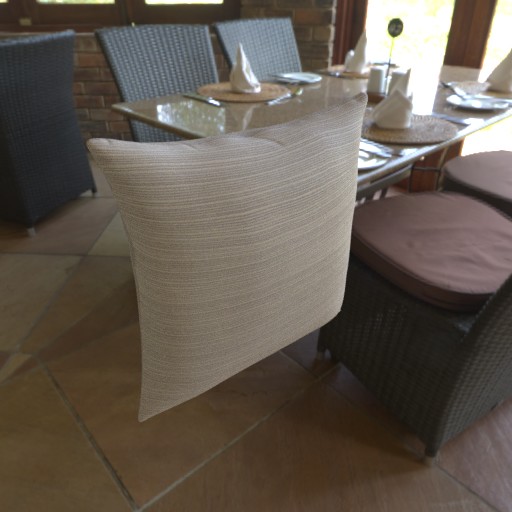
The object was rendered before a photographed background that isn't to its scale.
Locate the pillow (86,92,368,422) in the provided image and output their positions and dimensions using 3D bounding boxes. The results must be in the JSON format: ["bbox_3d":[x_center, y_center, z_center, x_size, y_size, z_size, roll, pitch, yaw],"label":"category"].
[{"bbox_3d":[0.000,0.000,0.780,0.512,0.497,0.204,-22,37,-32],"label":"pillow"}]
